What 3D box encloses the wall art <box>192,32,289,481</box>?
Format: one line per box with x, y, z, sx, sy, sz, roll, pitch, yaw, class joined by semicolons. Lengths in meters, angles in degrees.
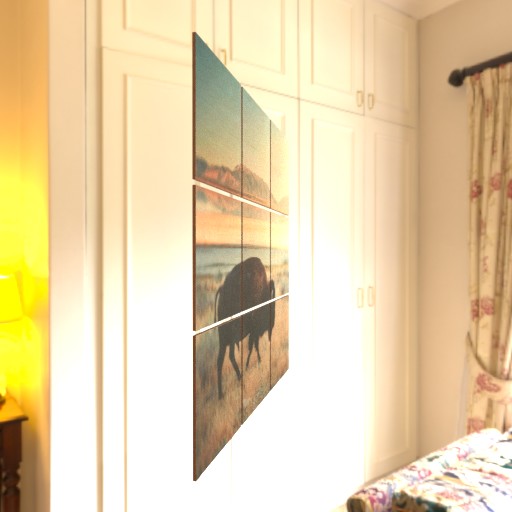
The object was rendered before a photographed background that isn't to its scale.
0.000;0.000;2.247;0.019;1.532;1.533;0;0;16;wall art
